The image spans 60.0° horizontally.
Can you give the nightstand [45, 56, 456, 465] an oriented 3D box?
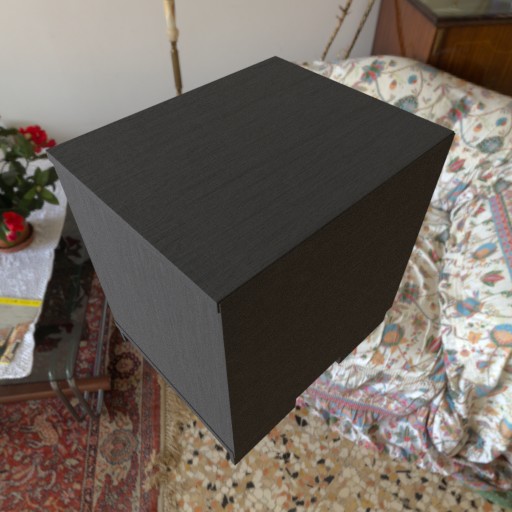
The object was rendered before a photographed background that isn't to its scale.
[{"bbox_3d":[0.000,0.000,0.753,0.427,0.448,0.347,-35,56,-28],"label":"nightstand"}]
